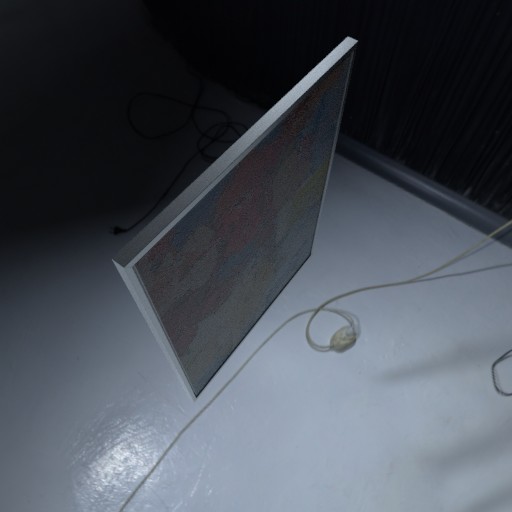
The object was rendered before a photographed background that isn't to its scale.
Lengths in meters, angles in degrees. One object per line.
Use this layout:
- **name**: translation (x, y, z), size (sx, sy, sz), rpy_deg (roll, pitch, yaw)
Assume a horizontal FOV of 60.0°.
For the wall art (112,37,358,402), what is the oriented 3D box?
- **wall art**: translation (0.000, 0.000, 1.401), size (0.030, 1.046, 0.816), rpy_deg (33, 65, 18)
